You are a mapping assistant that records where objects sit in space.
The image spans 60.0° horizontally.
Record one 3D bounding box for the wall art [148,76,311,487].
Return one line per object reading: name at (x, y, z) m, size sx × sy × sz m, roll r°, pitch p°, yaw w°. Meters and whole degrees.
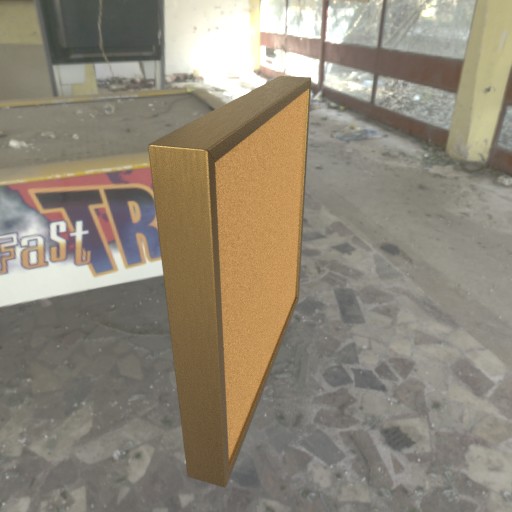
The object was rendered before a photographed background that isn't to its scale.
wall art at (0.000, 0.000, 0.451) m, size 0.037 × 0.305 × 0.305 m, roll 9°, pitch 30°, yaw 15°
